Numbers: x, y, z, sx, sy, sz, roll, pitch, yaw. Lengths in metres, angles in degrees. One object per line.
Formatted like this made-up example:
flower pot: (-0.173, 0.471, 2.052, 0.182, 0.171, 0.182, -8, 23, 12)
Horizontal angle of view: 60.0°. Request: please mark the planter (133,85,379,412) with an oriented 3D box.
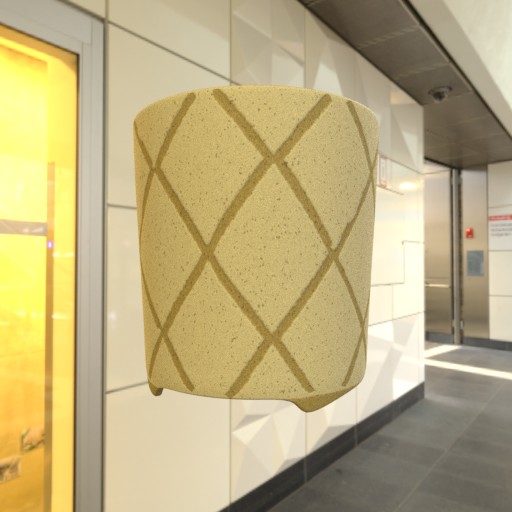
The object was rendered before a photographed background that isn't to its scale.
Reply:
planter: (0.000, 0.000, 0.354, 0.191, 0.199, 0.191, 0, -1, 0)
